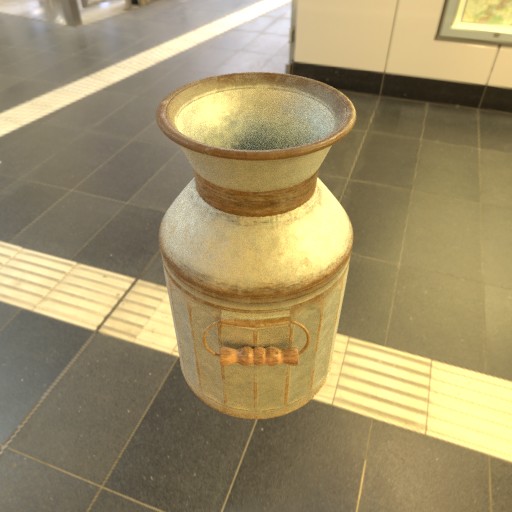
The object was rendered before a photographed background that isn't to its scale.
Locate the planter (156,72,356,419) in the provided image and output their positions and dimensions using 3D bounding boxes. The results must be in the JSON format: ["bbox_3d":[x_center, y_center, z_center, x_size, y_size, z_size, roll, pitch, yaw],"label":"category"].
[{"bbox_3d":[0.000,0.000,0.513,0.215,0.358,0.248,0,42,0],"label":"planter"}]
